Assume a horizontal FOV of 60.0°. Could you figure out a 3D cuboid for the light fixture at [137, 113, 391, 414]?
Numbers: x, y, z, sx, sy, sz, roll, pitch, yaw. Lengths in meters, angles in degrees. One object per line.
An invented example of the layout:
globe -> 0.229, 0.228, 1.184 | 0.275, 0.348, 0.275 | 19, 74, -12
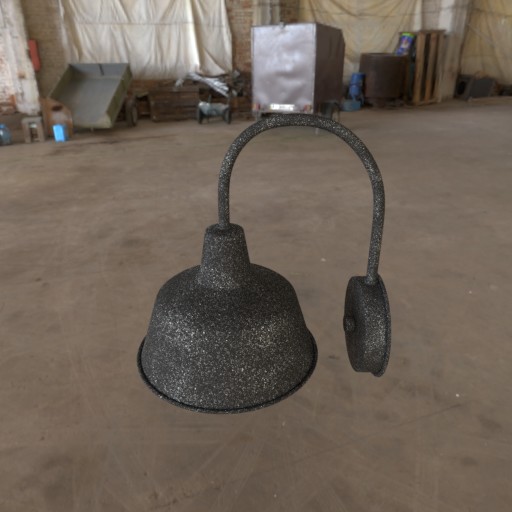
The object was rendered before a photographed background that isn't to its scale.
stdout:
light fixture -> 0.000, 0.000, 0.486 | 0.283, 0.300, 0.216 | 0, 25, 0
